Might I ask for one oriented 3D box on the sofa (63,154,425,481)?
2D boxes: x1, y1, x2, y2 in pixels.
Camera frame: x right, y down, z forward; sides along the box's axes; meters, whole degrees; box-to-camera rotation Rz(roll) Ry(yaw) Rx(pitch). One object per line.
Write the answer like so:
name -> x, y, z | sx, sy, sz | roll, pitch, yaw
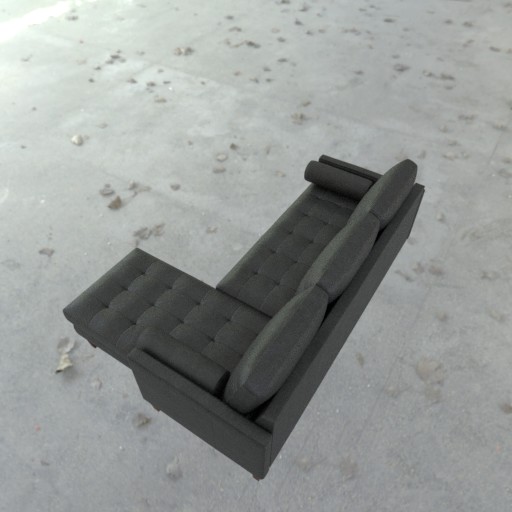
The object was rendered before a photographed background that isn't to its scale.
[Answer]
sofa -> 0.000, 0.000, 2.943 | 1.497, 0.876, 2.178 | 25, 51, 22
